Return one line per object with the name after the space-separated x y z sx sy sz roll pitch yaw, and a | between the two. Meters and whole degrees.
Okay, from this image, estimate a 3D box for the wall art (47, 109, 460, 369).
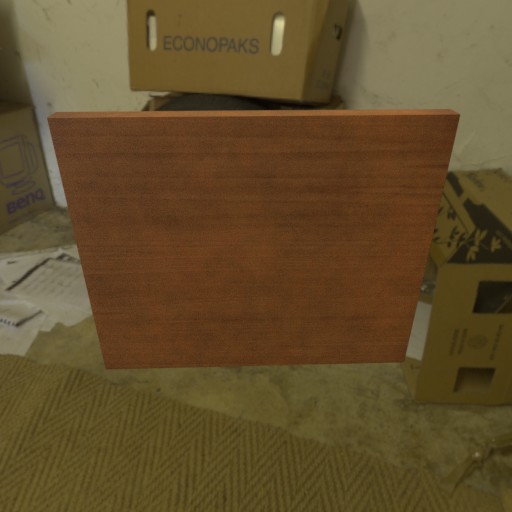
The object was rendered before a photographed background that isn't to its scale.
0.000 0.000 0.727 0.558 0.457 0.033 -1 30 -2 | wall art
